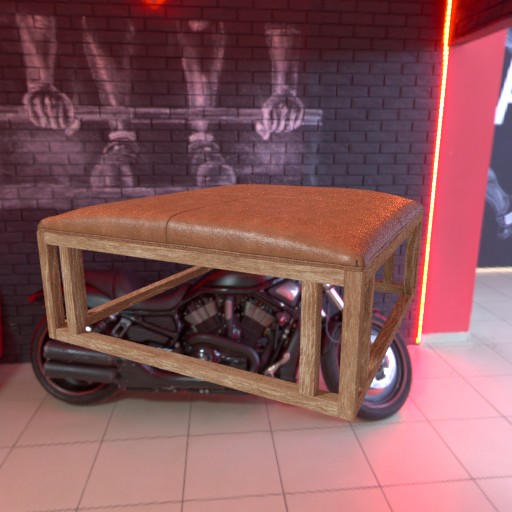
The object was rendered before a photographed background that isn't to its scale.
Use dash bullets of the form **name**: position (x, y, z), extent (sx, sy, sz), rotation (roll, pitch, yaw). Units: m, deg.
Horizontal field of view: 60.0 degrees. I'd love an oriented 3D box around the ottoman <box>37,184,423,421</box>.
- **ottoman**: position (0.000, 0.000, 1.612), extent (1.013, 0.442, 1.016), rotation (7, 16, 26)
